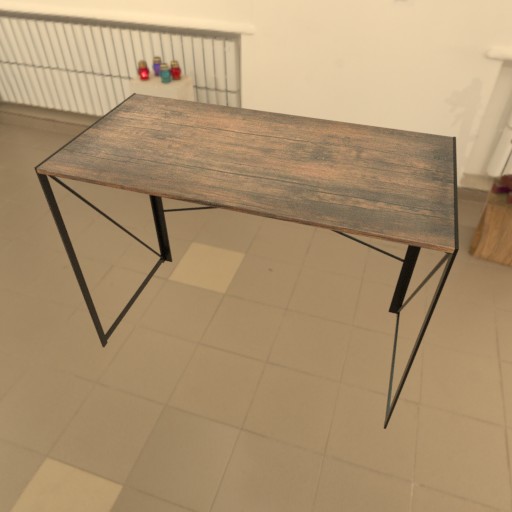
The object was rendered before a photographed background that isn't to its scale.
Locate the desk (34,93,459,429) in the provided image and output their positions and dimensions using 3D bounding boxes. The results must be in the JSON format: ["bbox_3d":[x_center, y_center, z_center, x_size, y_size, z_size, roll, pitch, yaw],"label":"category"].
[{"bbox_3d":[0.000,0.000,1.430,1.015,0.747,0.505,12,43,13],"label":"desk"}]
